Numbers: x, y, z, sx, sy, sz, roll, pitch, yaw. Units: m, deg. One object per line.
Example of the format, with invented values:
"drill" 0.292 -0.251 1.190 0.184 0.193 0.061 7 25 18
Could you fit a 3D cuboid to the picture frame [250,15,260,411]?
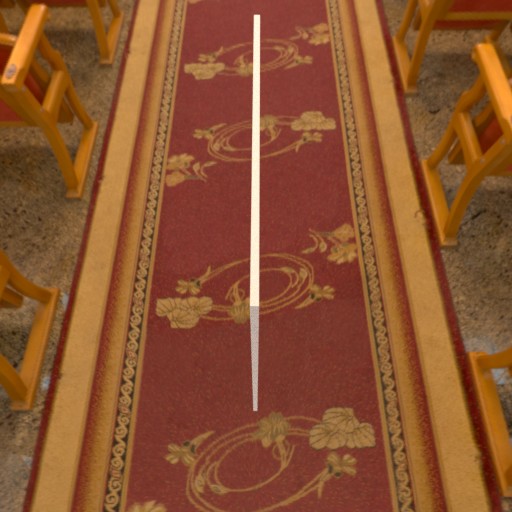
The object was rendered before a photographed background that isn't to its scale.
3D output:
"picture frame" 0.000 0.000 1.200 0.013 0.940 0.659 0 62 0
